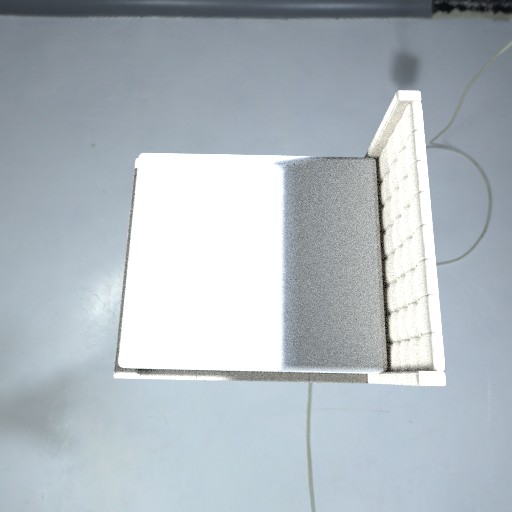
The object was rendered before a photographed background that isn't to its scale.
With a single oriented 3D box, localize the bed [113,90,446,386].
[{"bbox_3d":[0.000,0.000,3.750,2.370,1.743,2.045,1,75,0],"label":"bed"}]
